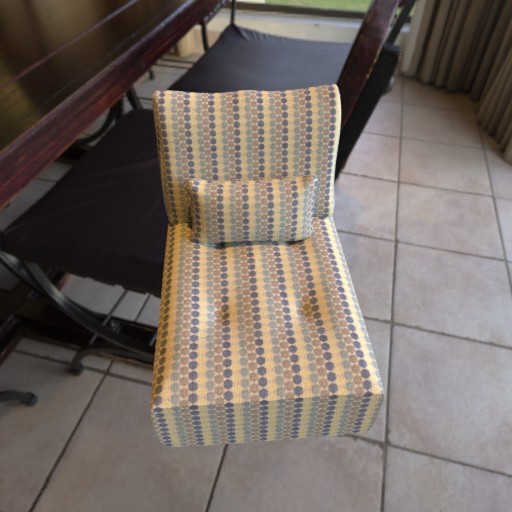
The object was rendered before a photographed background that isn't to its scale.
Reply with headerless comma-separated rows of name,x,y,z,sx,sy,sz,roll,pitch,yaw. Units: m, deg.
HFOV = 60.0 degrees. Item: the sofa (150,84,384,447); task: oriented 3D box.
sofa,0.000,0.000,1.561,0.700,0.820,1.000,-3,45,-3
